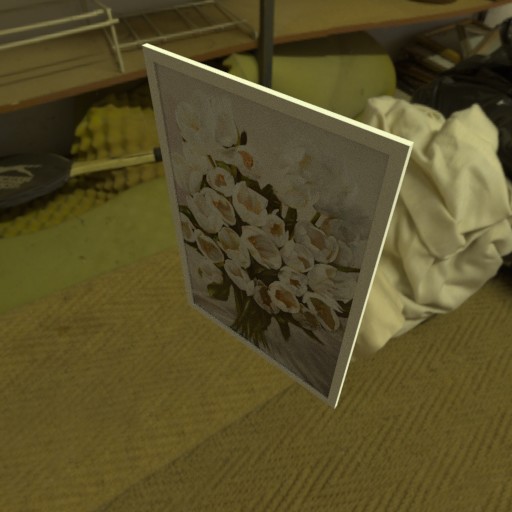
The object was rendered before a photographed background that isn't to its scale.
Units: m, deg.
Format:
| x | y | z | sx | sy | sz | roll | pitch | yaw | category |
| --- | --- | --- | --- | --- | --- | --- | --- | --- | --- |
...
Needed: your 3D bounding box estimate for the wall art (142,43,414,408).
| x | y | z | sx | sy | sz | roll | pitch | yaw | category |
| --- | --- | --- | --- | --- | --- | --- | --- | --- | --- |
| 0.000 | 0.000 | 1.219 | 0.660 | 0.965 | 0.015 | 31 | 53 | 26 | wall art |
